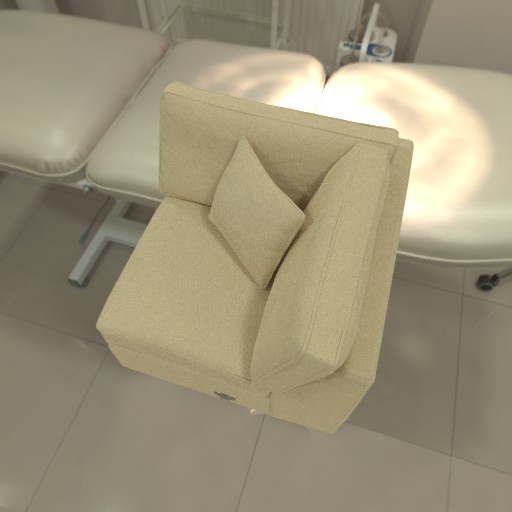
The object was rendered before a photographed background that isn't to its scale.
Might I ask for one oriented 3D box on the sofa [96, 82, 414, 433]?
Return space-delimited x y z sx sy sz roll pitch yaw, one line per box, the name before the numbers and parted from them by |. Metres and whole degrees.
sofa | 0.000 0.000 1.962 1.084 1.002 1.146 15 59 9
